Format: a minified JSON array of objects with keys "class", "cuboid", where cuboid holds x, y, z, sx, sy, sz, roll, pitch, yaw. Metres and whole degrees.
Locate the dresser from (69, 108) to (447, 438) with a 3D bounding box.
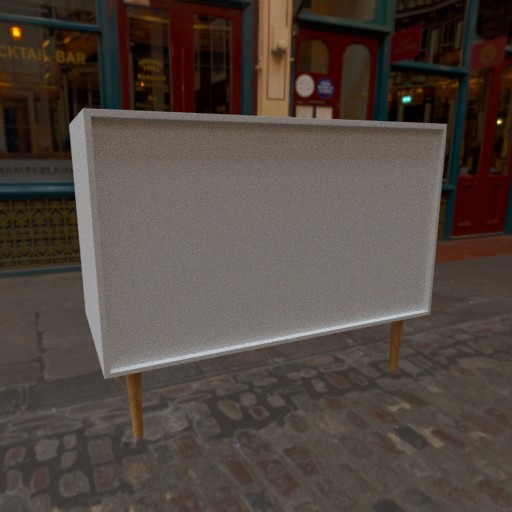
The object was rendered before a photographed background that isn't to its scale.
[{"class":"dresser","cuboid":[0.000,0.000,1.266,0.905,0.721,0.457,-6,14,-25]}]
